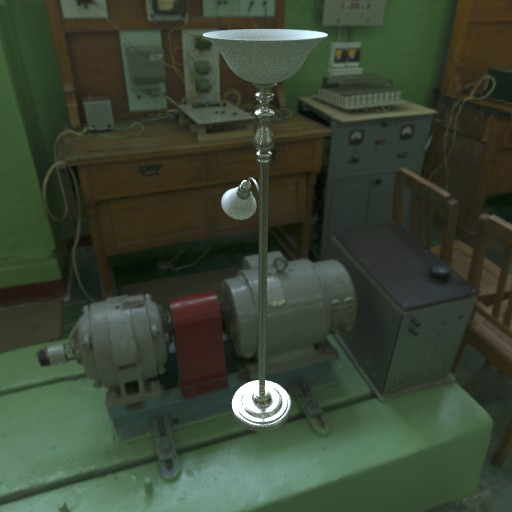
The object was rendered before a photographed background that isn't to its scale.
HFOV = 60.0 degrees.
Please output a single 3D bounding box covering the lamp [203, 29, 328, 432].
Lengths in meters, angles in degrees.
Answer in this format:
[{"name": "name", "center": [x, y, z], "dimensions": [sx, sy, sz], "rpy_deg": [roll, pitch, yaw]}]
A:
[{"name": "lamp", "center": [0.000, 0.000, 1.973], "dimensions": [0.405, 1.785, 0.575], "rpy_deg": [-11, 33, -18]}]
